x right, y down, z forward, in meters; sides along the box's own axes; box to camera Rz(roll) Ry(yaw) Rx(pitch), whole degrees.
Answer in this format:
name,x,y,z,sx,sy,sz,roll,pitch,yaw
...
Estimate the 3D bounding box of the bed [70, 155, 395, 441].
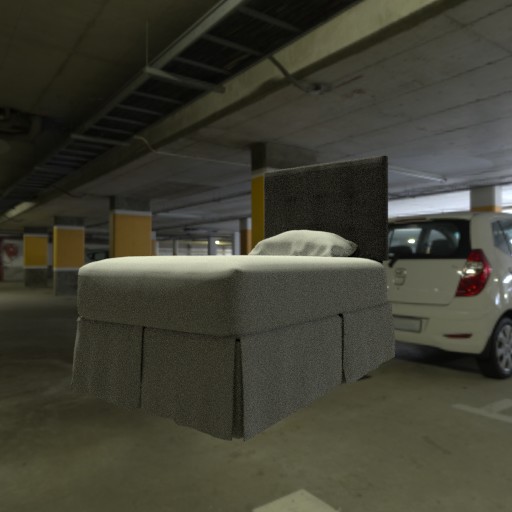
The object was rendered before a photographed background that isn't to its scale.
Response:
name,x,y,z,sx,sy,sz,roll,pitch,yaw
bed,0.000,0.000,2.969,1.261,1.571,1.997,0,-1,36
